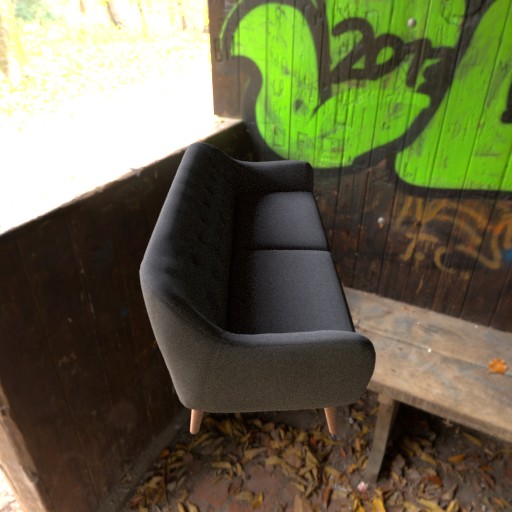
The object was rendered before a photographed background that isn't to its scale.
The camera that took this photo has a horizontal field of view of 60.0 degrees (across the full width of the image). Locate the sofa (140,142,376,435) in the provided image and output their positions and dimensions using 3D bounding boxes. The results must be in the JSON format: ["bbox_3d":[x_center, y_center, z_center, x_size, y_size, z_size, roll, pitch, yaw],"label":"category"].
[{"bbox_3d":[0.000,0.000,2.314,0.820,0.820,1.840,0,31,0],"label":"sofa"}]
